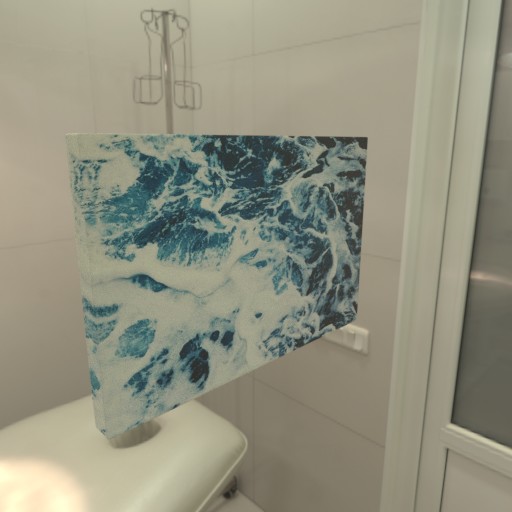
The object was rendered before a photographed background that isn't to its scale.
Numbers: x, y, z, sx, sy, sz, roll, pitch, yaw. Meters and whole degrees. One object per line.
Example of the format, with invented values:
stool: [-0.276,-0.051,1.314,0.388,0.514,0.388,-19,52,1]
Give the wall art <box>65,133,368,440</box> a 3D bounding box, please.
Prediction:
wall art: [0.000,0.000,0.776,0.609,0.407,0.043,-14,20,-43]
